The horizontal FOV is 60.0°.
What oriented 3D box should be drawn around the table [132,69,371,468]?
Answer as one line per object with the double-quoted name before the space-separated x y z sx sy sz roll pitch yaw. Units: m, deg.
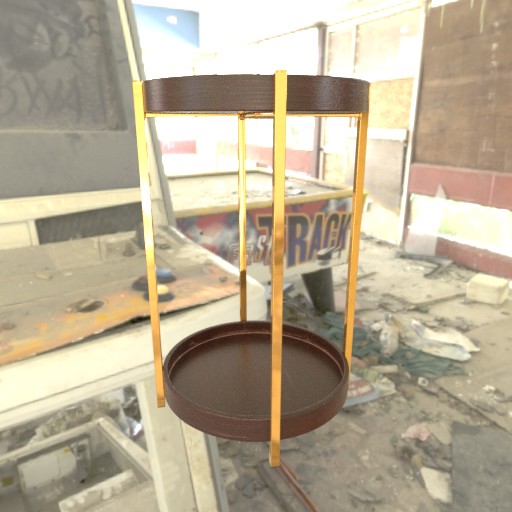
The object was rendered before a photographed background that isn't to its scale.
"table" 0.000 0.000 0.831 0.400 0.610 0.400 -3 17 -9
